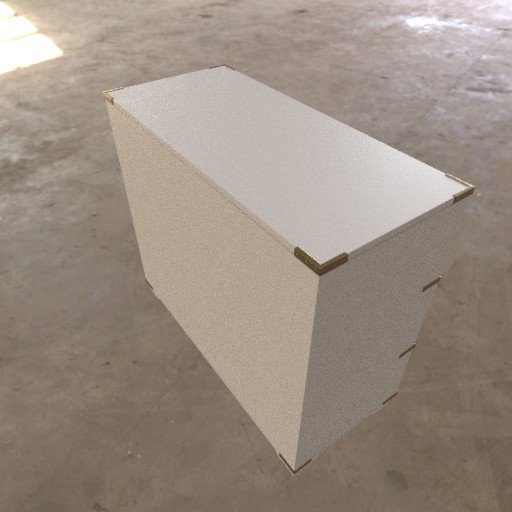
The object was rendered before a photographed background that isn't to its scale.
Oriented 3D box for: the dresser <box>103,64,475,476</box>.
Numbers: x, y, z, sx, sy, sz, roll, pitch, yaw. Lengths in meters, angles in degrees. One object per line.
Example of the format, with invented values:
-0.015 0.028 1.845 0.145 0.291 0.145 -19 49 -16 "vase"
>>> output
0.000 0.000 1.482 0.460 0.891 1.022 -25 47 -26 "dresser"
